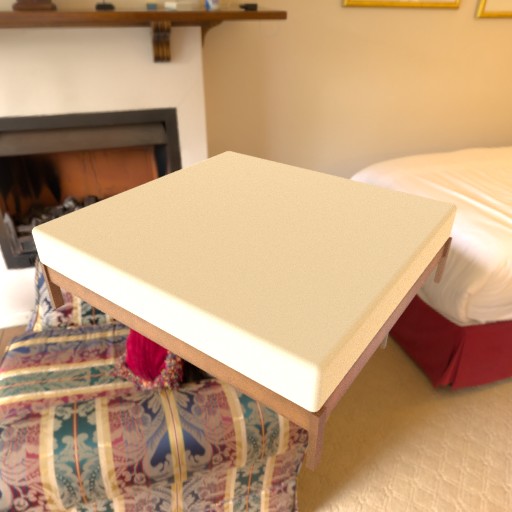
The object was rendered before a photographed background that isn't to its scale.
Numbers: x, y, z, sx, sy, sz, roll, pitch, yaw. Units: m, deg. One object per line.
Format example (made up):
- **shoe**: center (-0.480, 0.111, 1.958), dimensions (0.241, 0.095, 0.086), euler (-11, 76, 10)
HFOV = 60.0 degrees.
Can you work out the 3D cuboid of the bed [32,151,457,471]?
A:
- **bed**: center (0.000, 0.000, 3.028), dimensions (2.049, 0.616, 1.930), euler (21, 37, 30)
